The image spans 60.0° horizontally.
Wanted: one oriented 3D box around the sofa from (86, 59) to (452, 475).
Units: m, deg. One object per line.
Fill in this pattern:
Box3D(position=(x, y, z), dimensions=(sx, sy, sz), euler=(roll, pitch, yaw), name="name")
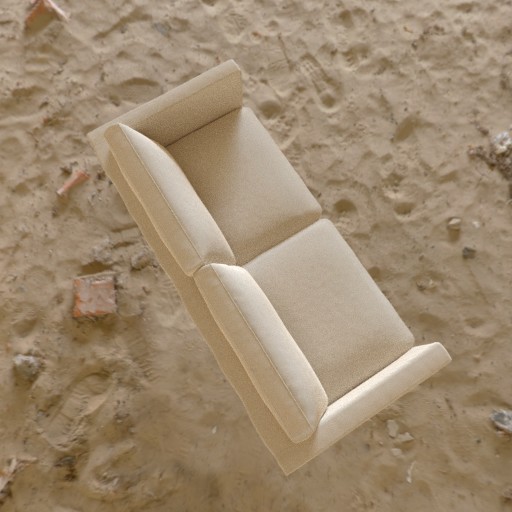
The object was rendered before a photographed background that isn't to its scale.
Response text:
Box3D(position=(0.000, 0.000, 2.471), dimensions=(0.940, 0.870, 1.987), euler=(-31, 76, -9), name="sofa")
